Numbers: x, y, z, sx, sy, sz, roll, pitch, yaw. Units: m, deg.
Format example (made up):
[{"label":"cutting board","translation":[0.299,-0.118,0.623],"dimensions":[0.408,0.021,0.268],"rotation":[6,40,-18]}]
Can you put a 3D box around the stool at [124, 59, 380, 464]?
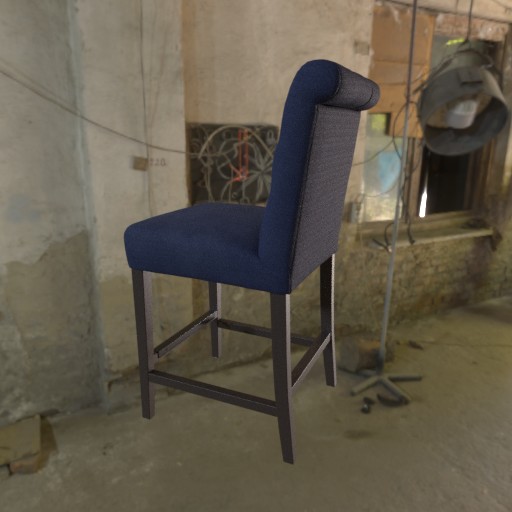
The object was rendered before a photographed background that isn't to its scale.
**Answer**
[{"label":"stool","translation":[0.000,0.000,1.330],"dimensions":[0.601,1.010,0.493],"rotation":[7,17,24]}]
